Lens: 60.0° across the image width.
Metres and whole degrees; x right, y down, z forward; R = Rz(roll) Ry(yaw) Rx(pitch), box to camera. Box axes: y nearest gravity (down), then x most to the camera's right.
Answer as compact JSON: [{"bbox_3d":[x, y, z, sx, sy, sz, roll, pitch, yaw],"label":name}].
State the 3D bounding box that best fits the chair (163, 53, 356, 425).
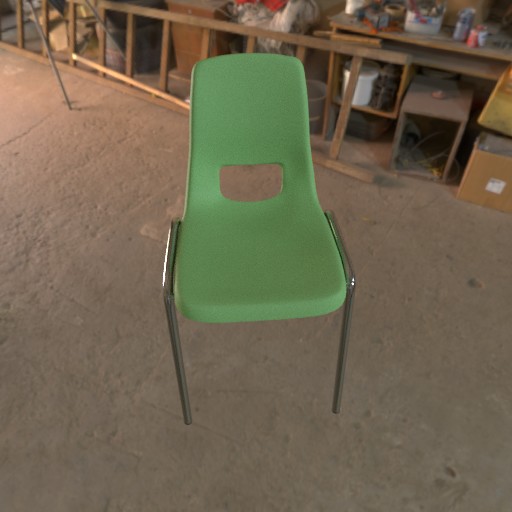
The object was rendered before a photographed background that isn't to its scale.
[{"bbox_3d":[0.000,0.000,0.969,0.381,0.704,0.436,-3,47,-3],"label":"chair"}]
